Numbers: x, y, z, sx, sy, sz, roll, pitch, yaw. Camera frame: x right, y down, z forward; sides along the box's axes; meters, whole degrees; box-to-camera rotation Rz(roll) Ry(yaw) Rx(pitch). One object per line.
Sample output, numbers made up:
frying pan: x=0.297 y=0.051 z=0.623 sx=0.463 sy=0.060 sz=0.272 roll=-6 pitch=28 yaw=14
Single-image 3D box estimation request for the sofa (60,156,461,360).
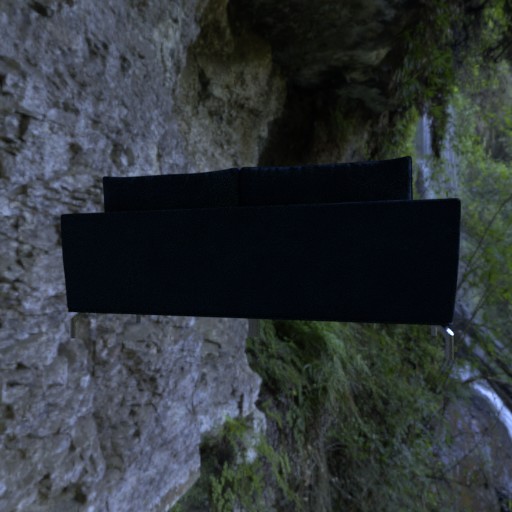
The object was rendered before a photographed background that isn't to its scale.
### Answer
sofa: x=0.000 y=0.000 z=2.729 sx=2.212 sy=0.998 sz=0.853 roll=0 pitch=-1 yaw=17
